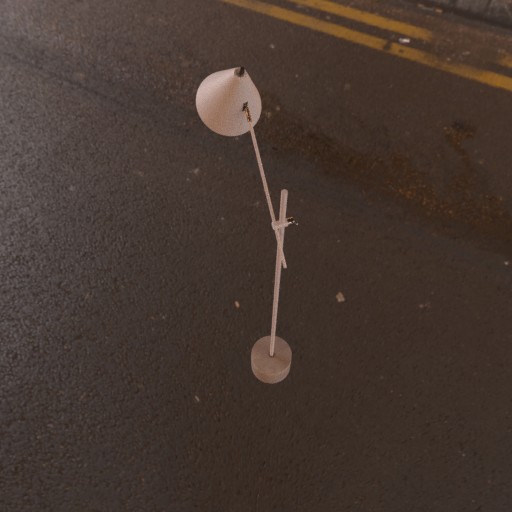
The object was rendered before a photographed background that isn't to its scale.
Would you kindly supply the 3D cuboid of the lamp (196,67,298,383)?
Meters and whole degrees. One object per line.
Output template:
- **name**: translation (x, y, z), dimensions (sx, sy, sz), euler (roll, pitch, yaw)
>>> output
- **lamp**: translation (0.000, 0.000, 1.602), dimensions (0.223, 1.430, 0.508), euler (-16, 58, -10)
